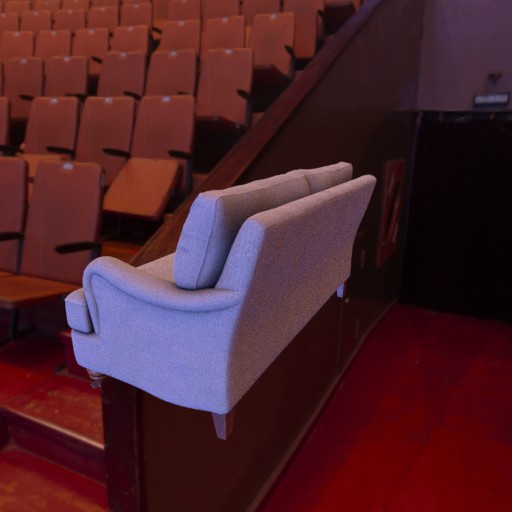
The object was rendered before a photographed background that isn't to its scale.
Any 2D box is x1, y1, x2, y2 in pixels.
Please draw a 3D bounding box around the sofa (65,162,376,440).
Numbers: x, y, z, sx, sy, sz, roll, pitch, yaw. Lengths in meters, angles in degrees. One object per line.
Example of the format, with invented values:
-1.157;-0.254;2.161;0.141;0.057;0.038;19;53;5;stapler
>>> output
0.000;0.000;2.824;1.069;1.096;2.193;7;17;24;sofa
